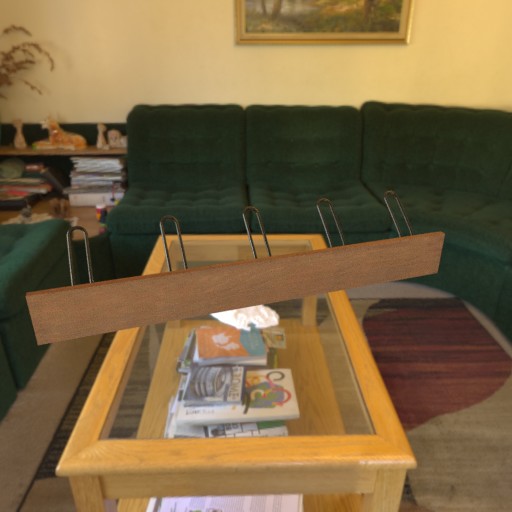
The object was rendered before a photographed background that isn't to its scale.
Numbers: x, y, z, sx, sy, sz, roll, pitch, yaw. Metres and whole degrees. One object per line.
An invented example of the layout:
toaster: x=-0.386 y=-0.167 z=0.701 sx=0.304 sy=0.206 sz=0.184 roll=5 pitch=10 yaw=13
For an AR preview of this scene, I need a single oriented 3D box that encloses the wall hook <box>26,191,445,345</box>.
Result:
wall hook: x=0.000 y=0.000 z=0.599 sx=0.554 sy=0.116 sz=0.076 roll=-8 pitch=26 yaw=-17
